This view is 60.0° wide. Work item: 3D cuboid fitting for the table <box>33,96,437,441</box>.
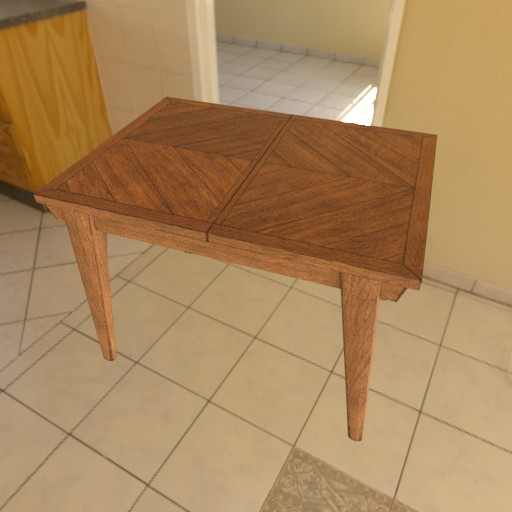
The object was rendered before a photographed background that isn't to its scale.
[{"bbox_3d":[0.000,0.000,1.598,1.027,0.760,0.757,13,42,15],"label":"table"}]
